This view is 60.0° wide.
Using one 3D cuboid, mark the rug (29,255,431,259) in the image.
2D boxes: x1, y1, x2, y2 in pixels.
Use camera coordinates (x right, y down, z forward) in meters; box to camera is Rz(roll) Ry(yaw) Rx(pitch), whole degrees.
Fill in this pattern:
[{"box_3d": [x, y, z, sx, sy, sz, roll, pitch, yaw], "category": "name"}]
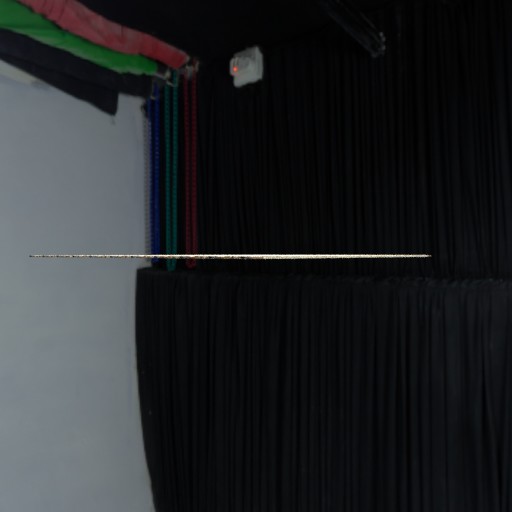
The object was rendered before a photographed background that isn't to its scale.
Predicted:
[{"box_3d": [0.000, 0.000, 2.294, 1.278, 0.009, 1.726, 0, 0, 37], "category": "rug"}]
